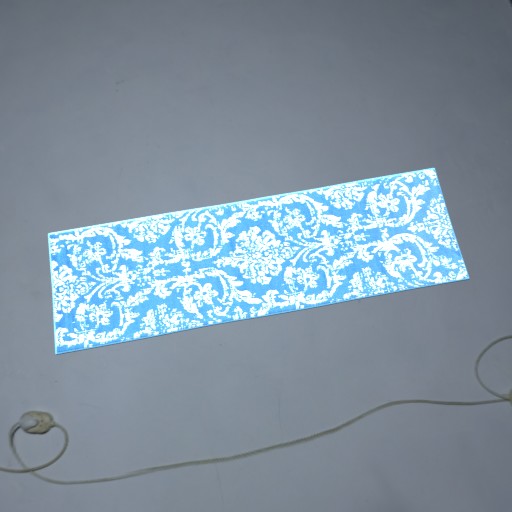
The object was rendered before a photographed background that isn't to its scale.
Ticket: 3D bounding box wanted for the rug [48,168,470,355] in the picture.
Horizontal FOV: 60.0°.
[{"bbox_3d":[0.000,0.000,2.393,2.196,0.011,0.662,-10,75,-3],"label":"rug"}]
